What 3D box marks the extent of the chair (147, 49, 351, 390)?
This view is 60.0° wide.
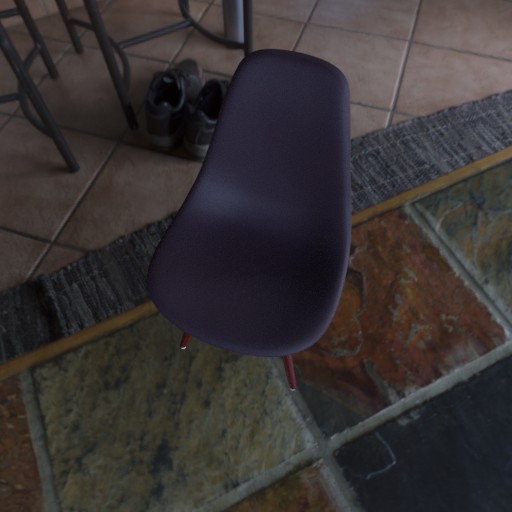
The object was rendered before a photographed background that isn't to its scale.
[{"bbox_3d":[0.000,0.000,1.153,0.470,0.826,0.533,18,61,10],"label":"chair"}]
